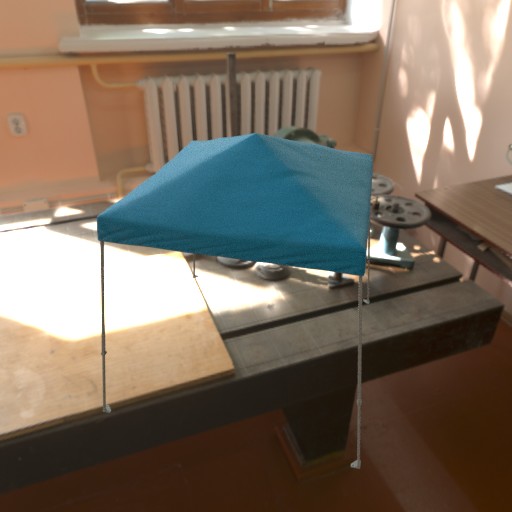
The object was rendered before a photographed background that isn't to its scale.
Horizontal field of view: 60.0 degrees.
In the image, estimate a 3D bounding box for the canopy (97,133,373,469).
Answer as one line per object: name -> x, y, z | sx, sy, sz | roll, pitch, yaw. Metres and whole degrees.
canopy -> 0.000, 0.000, 5.139 | 2.849, 2.849, 2.848 | 7, 32, 12
